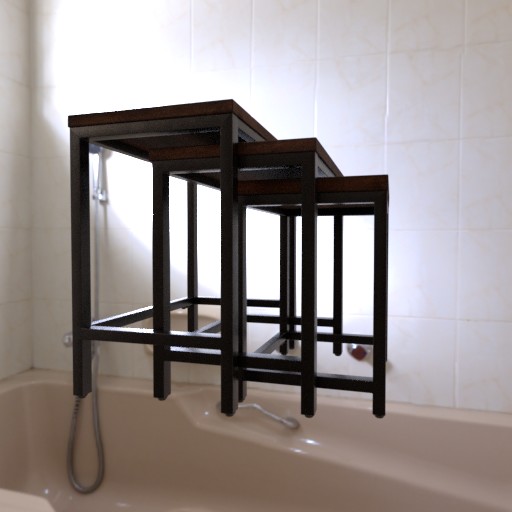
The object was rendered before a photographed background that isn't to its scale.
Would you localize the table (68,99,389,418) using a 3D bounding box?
[{"bbox_3d":[0.000,0.000,1.153,0.660,0.616,0.608,1,2,17],"label":"table"}]
